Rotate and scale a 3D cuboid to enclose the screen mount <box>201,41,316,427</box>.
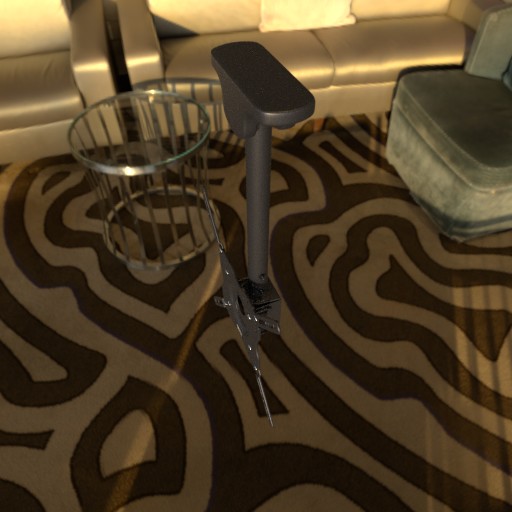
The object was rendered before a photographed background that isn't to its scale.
[{"bbox_3d":[0.000,0.000,0.862,0.090,0.729,0.393,-18,50,-15],"label":"screen mount"}]
